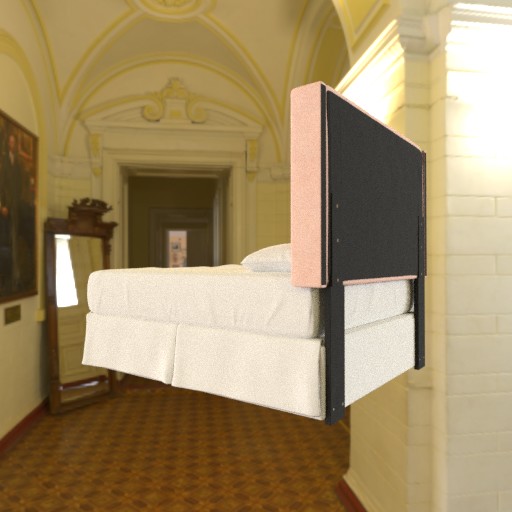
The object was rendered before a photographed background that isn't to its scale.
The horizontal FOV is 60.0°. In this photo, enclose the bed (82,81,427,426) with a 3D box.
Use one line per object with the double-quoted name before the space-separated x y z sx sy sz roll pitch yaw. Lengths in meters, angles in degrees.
"bed" 0.000 0.000 3.380 2.066 1.665 1.719 -1 -1 37
